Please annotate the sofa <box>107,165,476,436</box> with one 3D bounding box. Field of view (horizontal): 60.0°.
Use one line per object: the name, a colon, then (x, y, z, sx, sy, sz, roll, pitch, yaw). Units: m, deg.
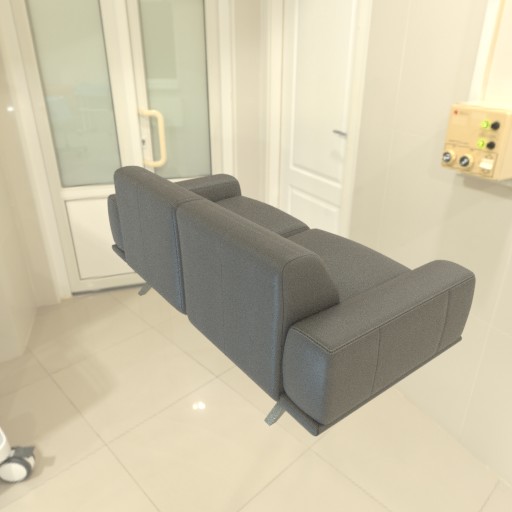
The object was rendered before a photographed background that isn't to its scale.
sofa: (0.000, 0.000, 2.309, 0.900, 0.772, 1.901, -18, 31, -33)
